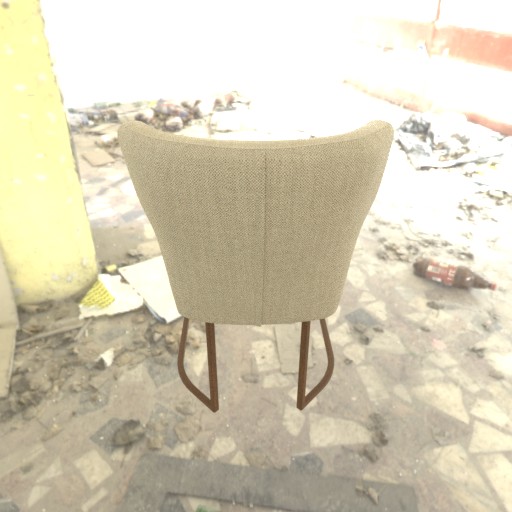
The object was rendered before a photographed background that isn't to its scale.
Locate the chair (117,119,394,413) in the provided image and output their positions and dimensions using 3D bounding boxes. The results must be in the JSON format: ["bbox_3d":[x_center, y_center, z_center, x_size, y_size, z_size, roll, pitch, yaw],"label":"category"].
[{"bbox_3d":[0.000,0.000,1.249,0.611,0.824,0.617,-1,33,-1],"label":"chair"}]
